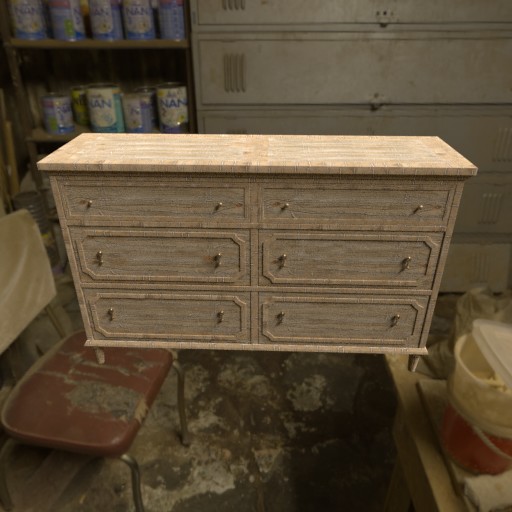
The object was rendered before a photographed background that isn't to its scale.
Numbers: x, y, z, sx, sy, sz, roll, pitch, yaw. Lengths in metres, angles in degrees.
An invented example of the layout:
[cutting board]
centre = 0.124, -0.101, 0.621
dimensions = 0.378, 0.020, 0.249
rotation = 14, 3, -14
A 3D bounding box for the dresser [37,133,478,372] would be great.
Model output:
[dresser]
centre = 0.000, 0.000, 2.078
dimensions = 1.626, 1.016, 0.457
rotation = 1, 29, 2
